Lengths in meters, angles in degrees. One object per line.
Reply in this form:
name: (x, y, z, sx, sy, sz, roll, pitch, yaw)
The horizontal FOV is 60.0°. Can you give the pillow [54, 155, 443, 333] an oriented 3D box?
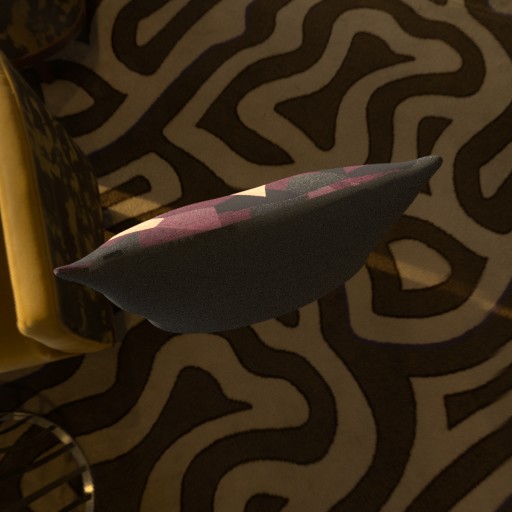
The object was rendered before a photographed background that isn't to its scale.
pillow: (0.000, 0.000, 0.767, 0.503, 0.496, 0.208, -16, 76, -4)
